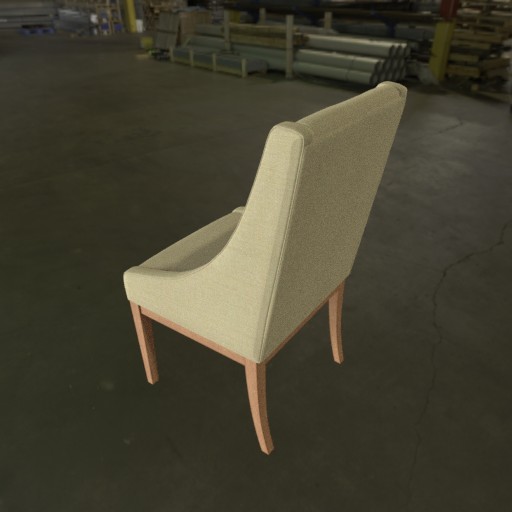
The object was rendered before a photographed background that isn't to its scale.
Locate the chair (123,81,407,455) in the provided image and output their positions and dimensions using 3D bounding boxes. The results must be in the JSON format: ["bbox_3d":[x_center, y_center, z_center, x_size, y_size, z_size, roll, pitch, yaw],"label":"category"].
[{"bbox_3d":[0.000,0.000,1.391,0.611,1.021,0.575,21,38,30],"label":"chair"}]
